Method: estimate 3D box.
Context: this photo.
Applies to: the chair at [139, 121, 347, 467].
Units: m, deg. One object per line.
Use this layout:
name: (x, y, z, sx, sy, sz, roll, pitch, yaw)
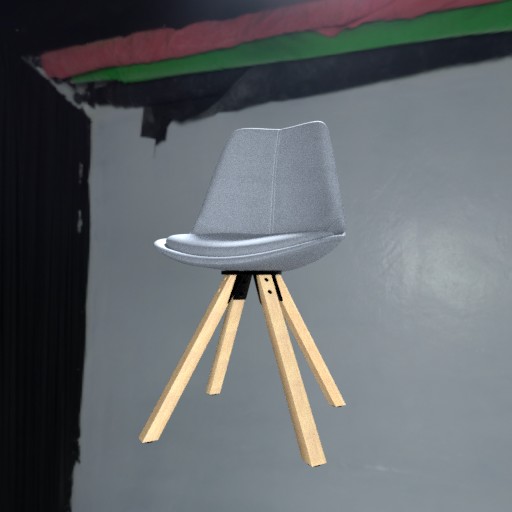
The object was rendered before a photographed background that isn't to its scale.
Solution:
chair: (0.000, 0.000, 1.197, 0.474, 0.863, 0.549, 0, -1, 18)
